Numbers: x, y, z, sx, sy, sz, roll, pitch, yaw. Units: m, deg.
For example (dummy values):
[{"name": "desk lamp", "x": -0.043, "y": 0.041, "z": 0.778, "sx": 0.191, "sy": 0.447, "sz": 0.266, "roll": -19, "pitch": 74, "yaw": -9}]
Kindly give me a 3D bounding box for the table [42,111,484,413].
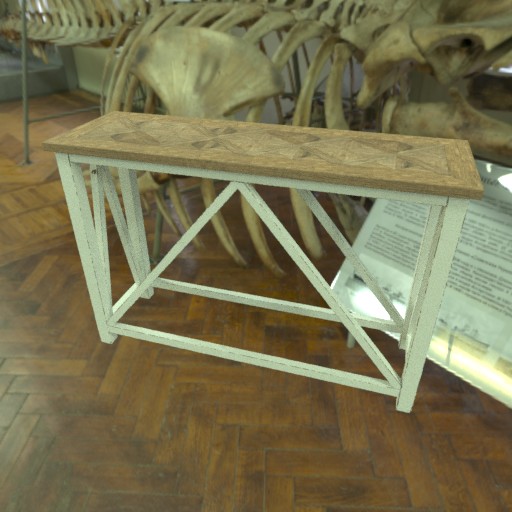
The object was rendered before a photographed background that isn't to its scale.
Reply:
[{"name": "table", "x": 0.000, "y": 0.000, "z": 1.773, "sx": 1.400, "sy": 0.930, "sz": 0.450, "roll": 9, "pitch": 33, "yaw": 14}]
